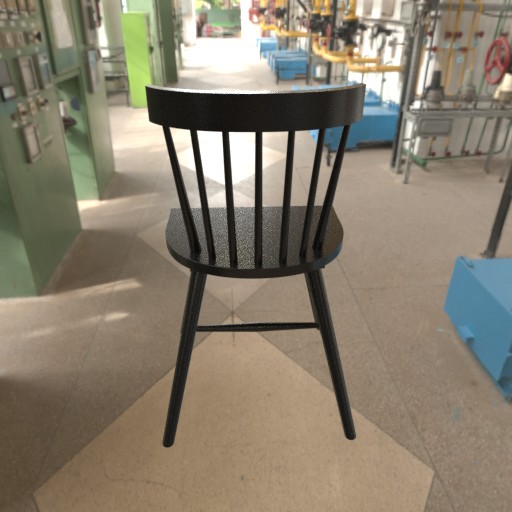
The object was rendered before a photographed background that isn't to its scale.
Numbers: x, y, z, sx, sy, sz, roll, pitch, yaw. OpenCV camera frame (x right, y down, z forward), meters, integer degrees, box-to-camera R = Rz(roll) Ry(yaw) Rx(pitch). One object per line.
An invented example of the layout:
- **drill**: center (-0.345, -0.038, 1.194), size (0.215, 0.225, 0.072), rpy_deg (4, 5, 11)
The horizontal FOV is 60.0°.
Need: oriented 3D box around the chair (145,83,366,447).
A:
- **chair**: center (0.000, 0.000, 1.151), size (0.506, 0.844, 0.483), rpy_deg (-1, 29, -2)
